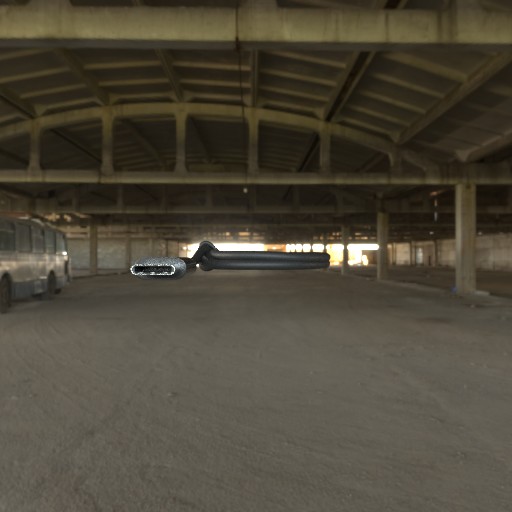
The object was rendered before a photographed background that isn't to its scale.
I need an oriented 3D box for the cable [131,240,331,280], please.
[{"bbox_3d":[0.000,0.000,0.206,0.070,0.014,0.186,0,0,-1],"label":"cable"}]
